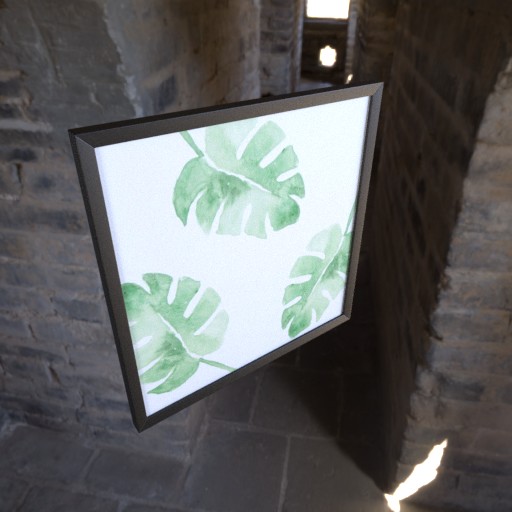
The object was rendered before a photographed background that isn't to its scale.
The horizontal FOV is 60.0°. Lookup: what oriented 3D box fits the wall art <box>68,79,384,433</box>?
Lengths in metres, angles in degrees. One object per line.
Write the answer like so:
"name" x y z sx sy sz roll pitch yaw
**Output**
"wall art" 0.000 0.000 1.132 0.765 0.765 0.038 -21 37 -30
